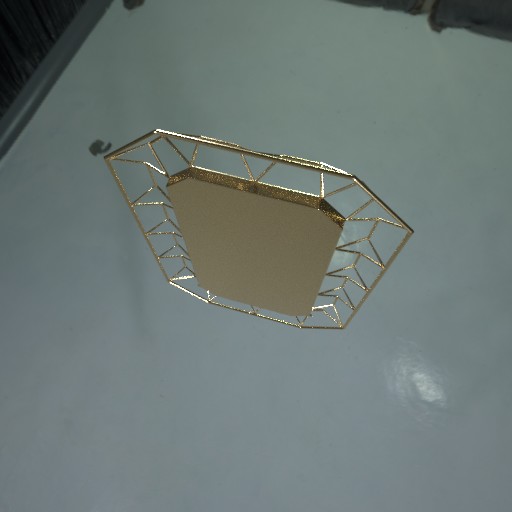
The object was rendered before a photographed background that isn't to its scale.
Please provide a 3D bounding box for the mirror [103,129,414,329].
[{"bbox_3d":[0.000,0.000,1.085,0.572,0.870,0.051,14,67,6],"label":"mirror"}]
